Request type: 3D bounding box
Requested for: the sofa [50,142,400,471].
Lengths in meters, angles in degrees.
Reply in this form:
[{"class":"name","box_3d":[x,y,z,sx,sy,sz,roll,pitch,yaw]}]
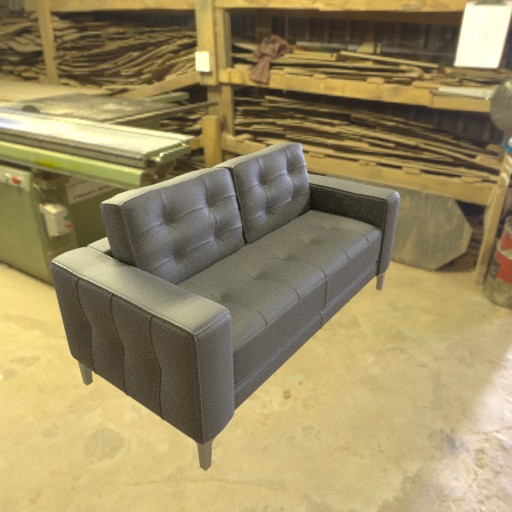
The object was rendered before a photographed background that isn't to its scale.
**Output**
[{"class":"sofa","box_3d":[0.000,0.000,2.236,0.833,0.893,1.726,19,32,32]}]
